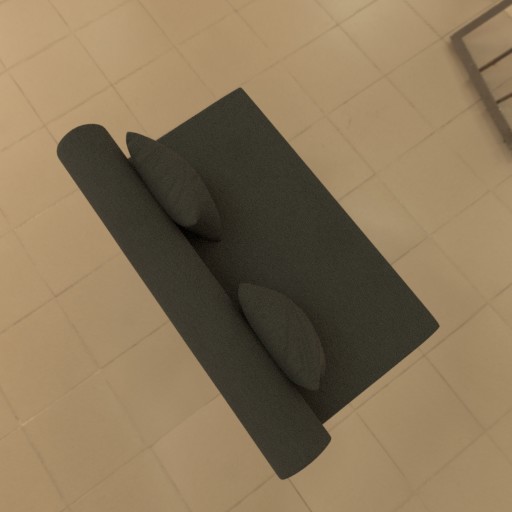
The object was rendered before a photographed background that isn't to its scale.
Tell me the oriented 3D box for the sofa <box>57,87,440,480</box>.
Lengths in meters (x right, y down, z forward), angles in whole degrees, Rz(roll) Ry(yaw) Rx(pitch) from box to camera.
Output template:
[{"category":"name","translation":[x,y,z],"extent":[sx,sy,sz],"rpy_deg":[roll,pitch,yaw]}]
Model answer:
[{"category":"sofa","translation":[0.000,0.000,1.642],"extent":[0.762,0.670,1.225],"rpy_deg":[-36,78,-8]}]
